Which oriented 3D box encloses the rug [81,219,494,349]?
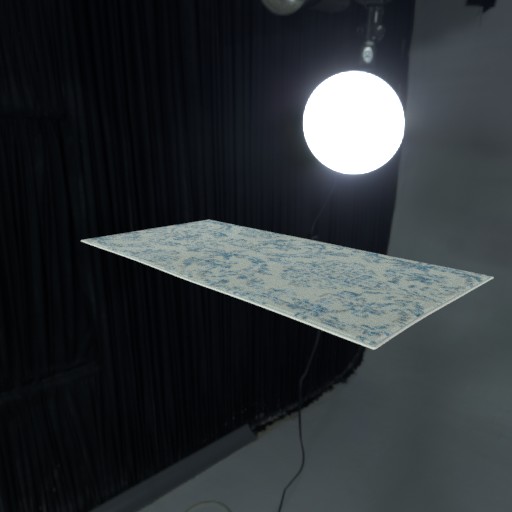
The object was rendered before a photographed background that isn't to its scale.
[{"bbox_3d":[0.000,0.000,1.411,0.605,0.007,1.220,-14,21,-43],"label":"rug"}]
